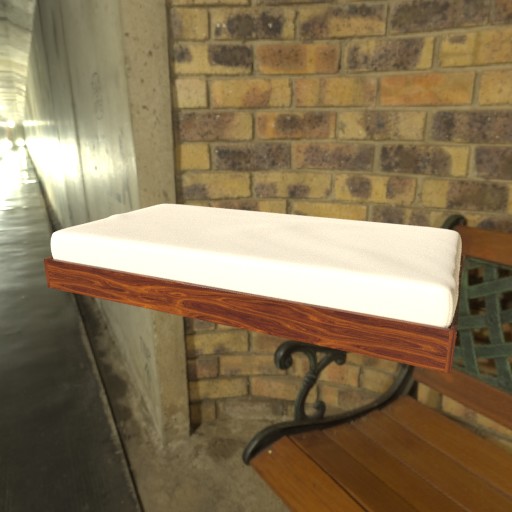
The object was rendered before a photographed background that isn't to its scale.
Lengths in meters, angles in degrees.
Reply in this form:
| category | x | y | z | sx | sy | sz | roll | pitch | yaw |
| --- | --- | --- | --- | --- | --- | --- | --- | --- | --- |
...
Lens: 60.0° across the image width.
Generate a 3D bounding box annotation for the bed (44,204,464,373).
| category | x | y | z | sx | sy | sz | roll | pitch | yaw |
| --- | --- | --- | --- | --- | --- | --- | --- | --- | --- |
| bed | 0.000 | 0.000 | 2.198 | 1.860 | 0.312 | 0.940 | 8 | 18 | 24 |
